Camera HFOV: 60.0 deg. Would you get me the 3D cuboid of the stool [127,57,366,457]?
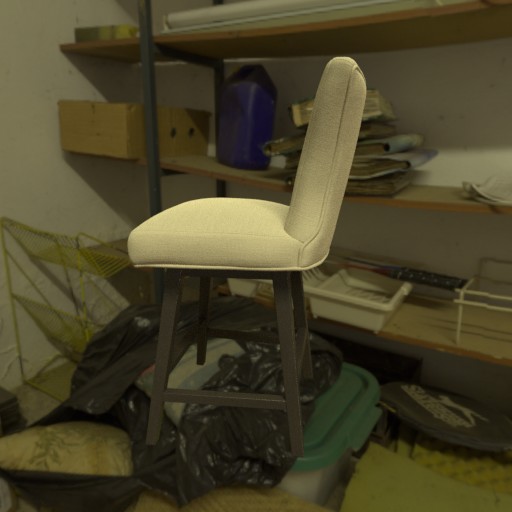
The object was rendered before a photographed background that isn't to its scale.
[{"bbox_3d":[0.000,0.000,1.310,0.574,1.000,0.514,3,15,10],"label":"stool"}]
